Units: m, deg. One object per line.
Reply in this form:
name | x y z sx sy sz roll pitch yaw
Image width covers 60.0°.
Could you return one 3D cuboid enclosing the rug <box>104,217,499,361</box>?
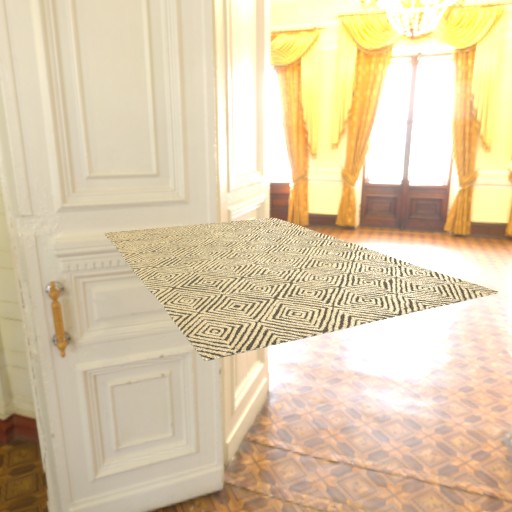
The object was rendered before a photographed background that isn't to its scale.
rug | 0.000 0.000 2.164 1.177 0.004 1.750 -7 17 -26
